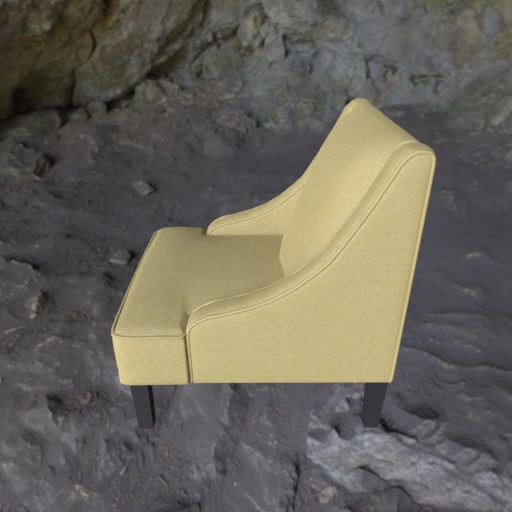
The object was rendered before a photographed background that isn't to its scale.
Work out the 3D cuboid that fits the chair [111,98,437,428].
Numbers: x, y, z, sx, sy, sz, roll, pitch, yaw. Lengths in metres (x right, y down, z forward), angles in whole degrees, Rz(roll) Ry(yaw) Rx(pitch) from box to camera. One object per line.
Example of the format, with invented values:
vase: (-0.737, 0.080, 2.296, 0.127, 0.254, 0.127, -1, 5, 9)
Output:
chair: (0.000, 0.000, 1.472, 0.814, 0.896, 0.696, 0, 29, 0)
